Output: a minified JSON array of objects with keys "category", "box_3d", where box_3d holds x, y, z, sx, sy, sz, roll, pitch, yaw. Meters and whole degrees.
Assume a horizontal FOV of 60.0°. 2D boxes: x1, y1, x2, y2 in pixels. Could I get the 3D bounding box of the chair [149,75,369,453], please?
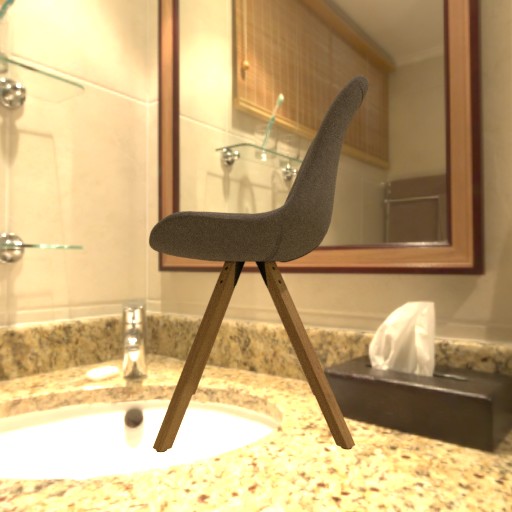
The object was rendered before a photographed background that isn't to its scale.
[{"category":"chair","box_3d":[0.000,0.000,1.187,0.550,0.865,0.483,0,-1,0]}]
